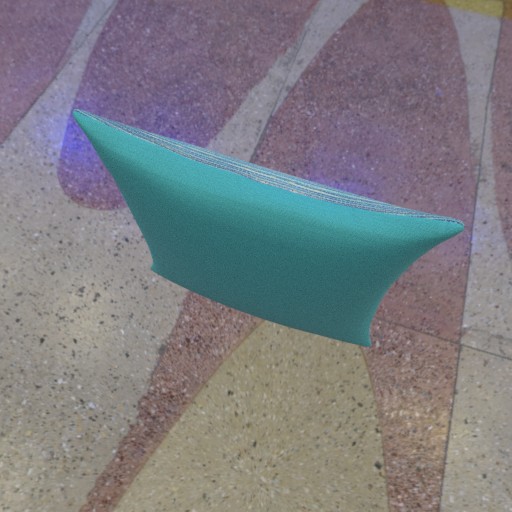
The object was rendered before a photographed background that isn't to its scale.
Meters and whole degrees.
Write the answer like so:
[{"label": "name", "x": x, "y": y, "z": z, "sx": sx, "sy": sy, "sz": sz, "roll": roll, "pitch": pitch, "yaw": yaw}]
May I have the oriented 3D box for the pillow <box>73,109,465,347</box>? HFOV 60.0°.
[{"label": "pillow", "x": 0.000, "y": 0.000, "z": 0.757, "sx": 0.514, "sy": 0.497, "sz": 0.150, "roll": 19, "pitch": 65, "yaw": 9}]
